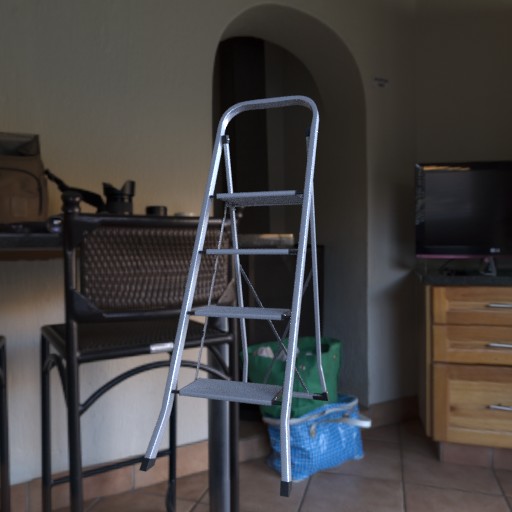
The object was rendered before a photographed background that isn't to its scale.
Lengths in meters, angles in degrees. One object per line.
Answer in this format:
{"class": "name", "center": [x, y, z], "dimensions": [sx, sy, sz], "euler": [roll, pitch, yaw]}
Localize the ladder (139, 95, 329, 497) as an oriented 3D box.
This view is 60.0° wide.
{"class": "ladder", "center": [0.000, 0.000, 1.651], "dimensions": [0.465, 1.290, 0.830], "euler": [0, 0, 19]}
